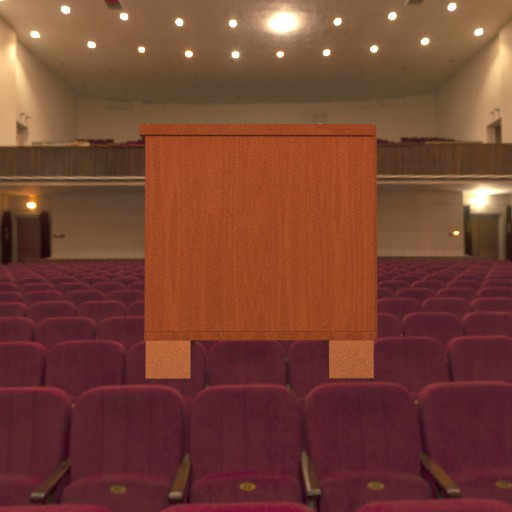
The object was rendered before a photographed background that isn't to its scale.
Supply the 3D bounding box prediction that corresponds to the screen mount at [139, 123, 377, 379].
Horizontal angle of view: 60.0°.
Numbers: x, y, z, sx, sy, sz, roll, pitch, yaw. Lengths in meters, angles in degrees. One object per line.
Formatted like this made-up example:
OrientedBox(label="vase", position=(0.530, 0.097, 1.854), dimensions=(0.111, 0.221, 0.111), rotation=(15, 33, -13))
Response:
OrientedBox(label="screen mount", position=(0.000, 0.000, 1.290), dimensions=(0.406, 0.432, 1.084), rotation=(0, -1, 0))
